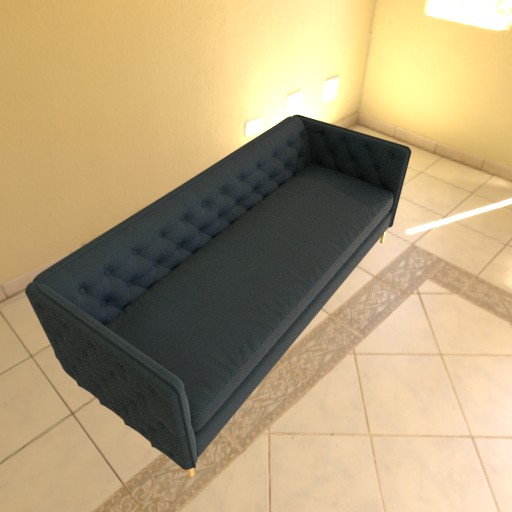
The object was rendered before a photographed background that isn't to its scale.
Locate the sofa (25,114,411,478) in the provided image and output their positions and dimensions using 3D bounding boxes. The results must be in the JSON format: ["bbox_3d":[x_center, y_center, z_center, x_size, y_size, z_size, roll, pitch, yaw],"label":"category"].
[{"bbox_3d":[0.000,0.000,2.573,0.895,0.771,2.209,26,48,26],"label":"sofa"}]
